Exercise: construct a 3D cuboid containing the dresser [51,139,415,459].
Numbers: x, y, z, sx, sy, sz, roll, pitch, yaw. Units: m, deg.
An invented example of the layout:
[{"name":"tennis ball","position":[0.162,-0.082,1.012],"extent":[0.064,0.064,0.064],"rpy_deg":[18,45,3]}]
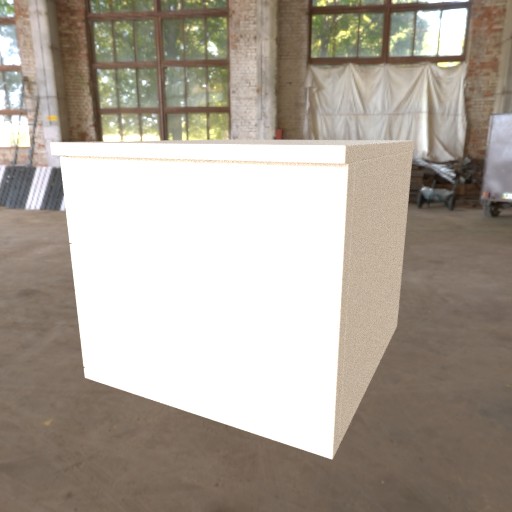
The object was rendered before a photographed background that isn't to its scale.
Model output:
[{"name":"dresser","position":[0.000,0.000,0.718],"extent":[0.400,0.360,0.430],"rpy_deg":[8,17,26]}]
